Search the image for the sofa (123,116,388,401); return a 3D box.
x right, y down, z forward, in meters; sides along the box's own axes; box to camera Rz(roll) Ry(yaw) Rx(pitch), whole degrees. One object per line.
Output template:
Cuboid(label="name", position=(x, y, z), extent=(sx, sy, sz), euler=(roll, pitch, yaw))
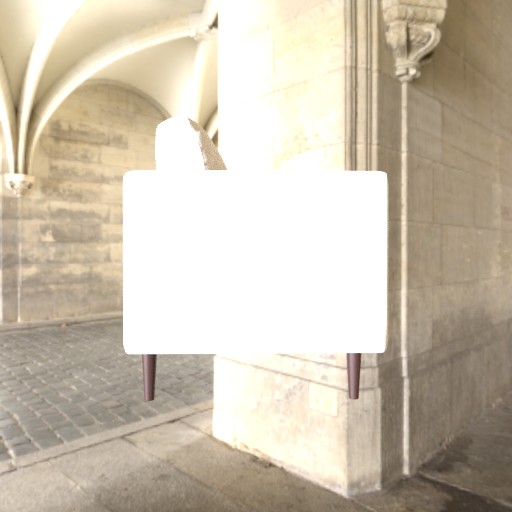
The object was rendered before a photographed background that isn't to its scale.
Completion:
Cuboid(label="sofa", position=(0.000, 0.000, 1.974), extent=(0.796, 0.908, 1.430), euler=(0, 1, -1))
